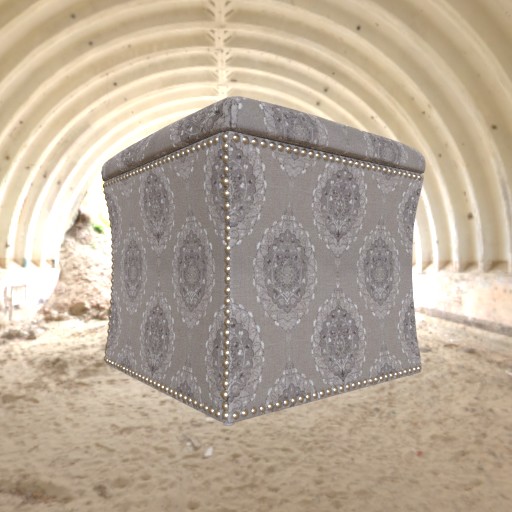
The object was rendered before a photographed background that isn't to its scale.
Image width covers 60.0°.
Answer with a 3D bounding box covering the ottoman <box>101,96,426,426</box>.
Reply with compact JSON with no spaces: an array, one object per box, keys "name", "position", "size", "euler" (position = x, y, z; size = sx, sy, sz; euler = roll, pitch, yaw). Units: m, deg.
[{"name":"ottoman","position":[0.000,0.000,0.915],"size":[0.497,0.473,0.507],"euler":[1,-1,-38]}]
